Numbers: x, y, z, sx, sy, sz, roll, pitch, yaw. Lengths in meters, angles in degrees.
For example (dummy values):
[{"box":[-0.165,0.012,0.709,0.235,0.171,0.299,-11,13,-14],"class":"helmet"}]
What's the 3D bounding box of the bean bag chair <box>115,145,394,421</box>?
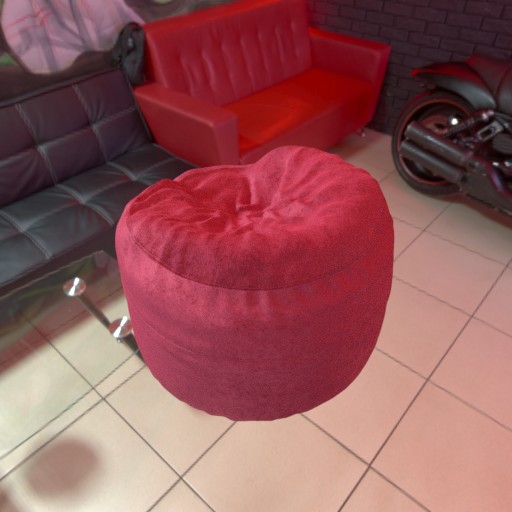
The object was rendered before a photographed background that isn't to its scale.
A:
[{"box":[0.000,0.000,2.005,1.218,0.788,1.218,0,41,0],"class":"bean bag chair"}]
